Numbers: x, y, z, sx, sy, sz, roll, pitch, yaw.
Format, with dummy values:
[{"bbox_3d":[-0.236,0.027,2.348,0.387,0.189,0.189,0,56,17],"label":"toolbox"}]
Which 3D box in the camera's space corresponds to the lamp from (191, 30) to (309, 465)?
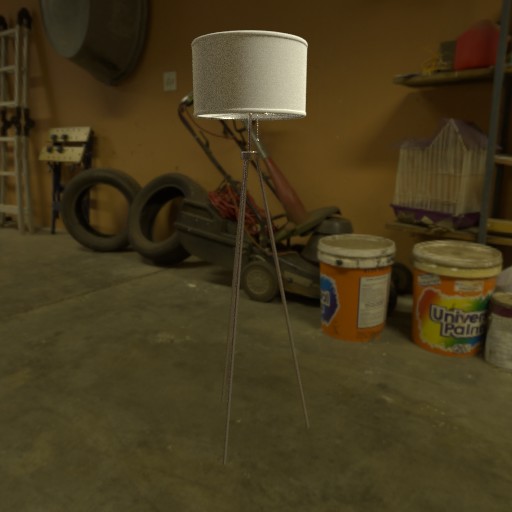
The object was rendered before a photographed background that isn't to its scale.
[{"bbox_3d":[0.000,0.000,1.766,0.458,1.545,0.448,-2,14,-9],"label":"lamp"}]
